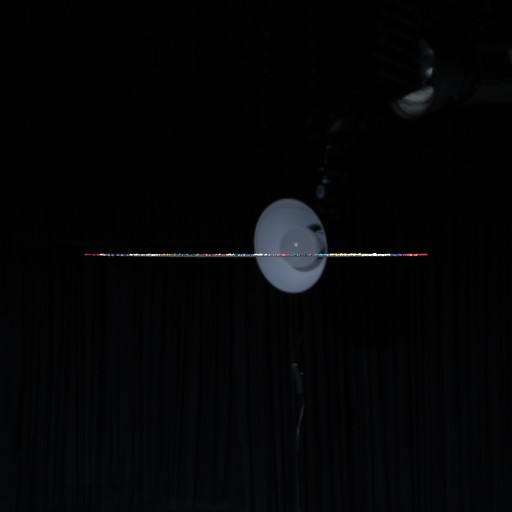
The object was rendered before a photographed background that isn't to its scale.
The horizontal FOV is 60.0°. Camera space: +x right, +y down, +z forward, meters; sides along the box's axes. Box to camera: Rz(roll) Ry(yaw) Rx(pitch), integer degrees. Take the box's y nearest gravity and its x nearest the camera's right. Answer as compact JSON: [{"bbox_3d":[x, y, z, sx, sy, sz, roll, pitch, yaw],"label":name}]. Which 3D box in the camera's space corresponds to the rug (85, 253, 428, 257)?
[{"bbox_3d":[0.000,0.000,3.046,1.465,0.012,2.465,0,0,0],"label":"rug"}]
